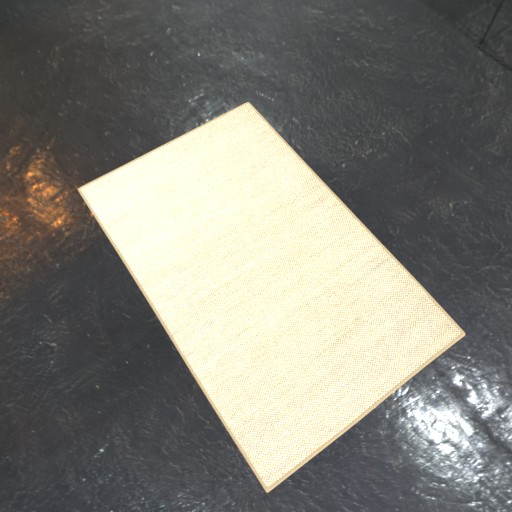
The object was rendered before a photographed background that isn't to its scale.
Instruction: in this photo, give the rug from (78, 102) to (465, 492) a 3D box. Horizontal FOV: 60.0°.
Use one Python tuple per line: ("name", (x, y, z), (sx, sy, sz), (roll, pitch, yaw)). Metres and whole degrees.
("rug", (0.000, 0.000, 2.086), (1.062, 0.013, 1.667), (-32, 68, -15))
